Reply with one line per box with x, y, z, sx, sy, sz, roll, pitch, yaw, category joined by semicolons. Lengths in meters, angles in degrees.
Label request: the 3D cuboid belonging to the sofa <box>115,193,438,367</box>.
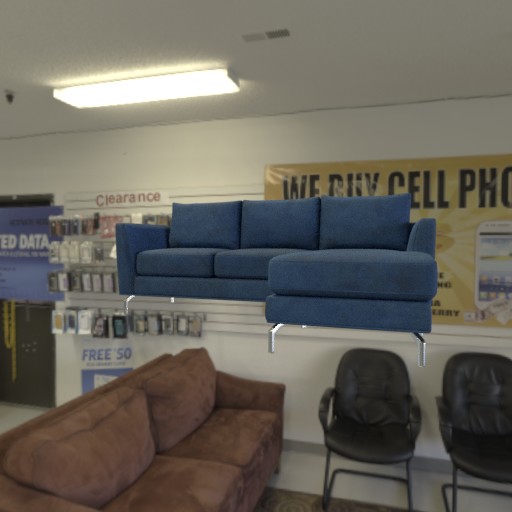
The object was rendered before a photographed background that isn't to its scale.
0.000;0.000;3.242;2.438;0.987;1.622;1;2;20;sofa
